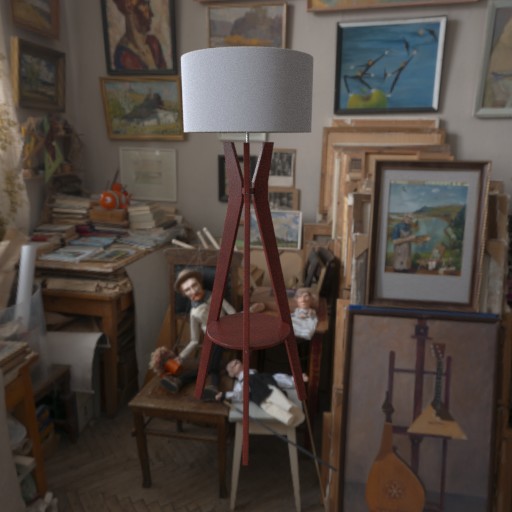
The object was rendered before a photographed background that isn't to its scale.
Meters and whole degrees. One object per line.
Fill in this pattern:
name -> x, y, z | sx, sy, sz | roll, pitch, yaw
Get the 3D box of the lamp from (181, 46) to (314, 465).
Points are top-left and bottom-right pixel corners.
lamp -> 0.000, 0.000, 1.800 | 0.542, 1.472, 0.539 | -8, 17, -27
